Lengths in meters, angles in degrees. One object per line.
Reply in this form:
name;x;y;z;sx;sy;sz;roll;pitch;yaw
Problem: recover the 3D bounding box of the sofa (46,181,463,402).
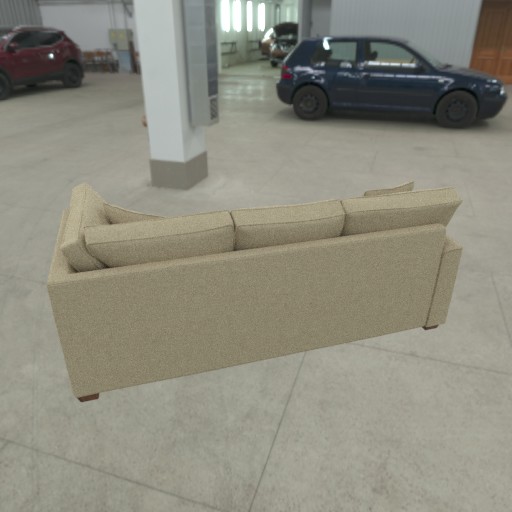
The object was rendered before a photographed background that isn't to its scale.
sofa;0.000;0.000;2.871;2.317;0.962;1.061;-8;28;-15
